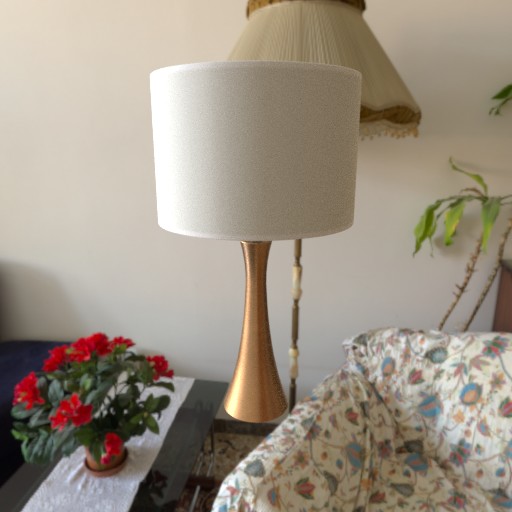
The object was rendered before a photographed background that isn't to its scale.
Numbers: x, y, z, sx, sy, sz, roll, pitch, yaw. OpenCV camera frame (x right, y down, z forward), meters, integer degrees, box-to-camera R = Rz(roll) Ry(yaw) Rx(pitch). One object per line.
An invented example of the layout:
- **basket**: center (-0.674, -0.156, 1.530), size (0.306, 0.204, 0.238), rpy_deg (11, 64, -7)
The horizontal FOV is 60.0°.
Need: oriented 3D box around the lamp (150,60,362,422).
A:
- **lamp**: center (0.000, 0.000, 0.637), size (0.268, 0.479, 0.268), rpy_deg (-8, 17, -27)
